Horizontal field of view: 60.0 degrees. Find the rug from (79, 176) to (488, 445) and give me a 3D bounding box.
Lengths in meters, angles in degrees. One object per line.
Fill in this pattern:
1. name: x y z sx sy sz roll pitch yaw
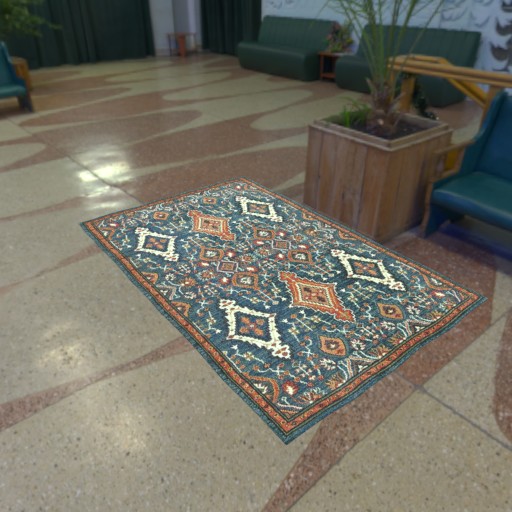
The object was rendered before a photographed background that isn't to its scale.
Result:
1. rug: 0.000 0.000 4.131 2.190 0.008 3.371 -22 38 -31
